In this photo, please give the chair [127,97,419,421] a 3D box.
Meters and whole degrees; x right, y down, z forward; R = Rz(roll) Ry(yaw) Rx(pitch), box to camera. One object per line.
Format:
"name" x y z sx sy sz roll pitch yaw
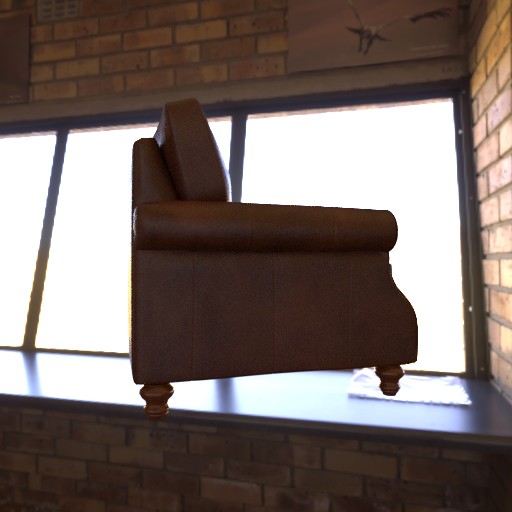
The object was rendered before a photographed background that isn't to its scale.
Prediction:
"chair" 0.000 0.000 1.786 0.992 0.972 0.989 0 0 -17
